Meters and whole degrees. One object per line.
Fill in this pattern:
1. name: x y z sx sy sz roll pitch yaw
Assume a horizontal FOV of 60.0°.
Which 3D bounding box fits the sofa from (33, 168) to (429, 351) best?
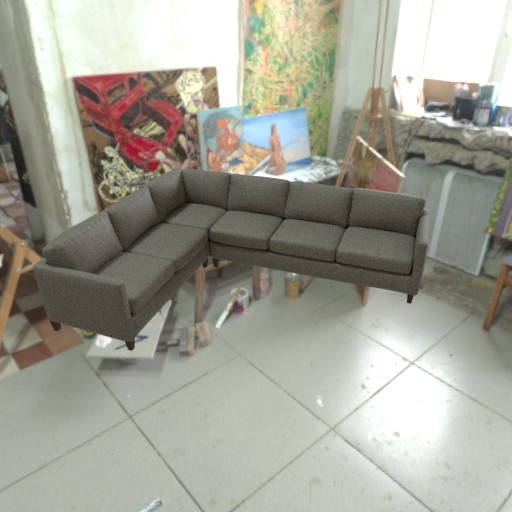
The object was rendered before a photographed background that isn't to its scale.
1. sofa: 0.000 0.000 4.558 3.302 0.947 2.593 10 31 17
